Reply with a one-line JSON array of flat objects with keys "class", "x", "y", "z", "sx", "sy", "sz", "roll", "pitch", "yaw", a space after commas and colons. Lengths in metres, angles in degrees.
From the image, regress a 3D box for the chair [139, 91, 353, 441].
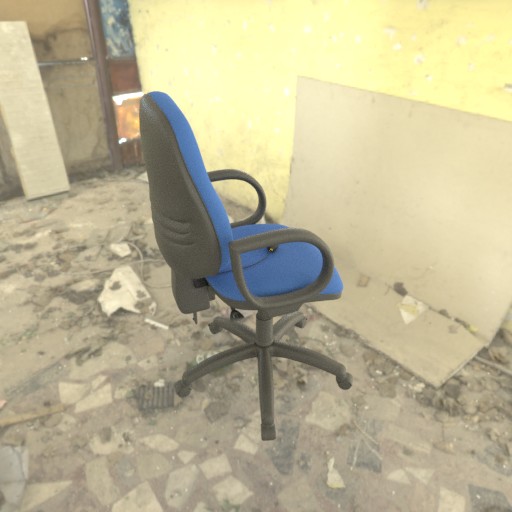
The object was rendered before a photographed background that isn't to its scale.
[{"class": "chair", "x": 0.000, "y": 0.000, "z": 1.257, "sx": 0.549, "sy": 0.905, "sz": 0.552, "roll": -11, "pitch": 32, "yaw": -19}]
